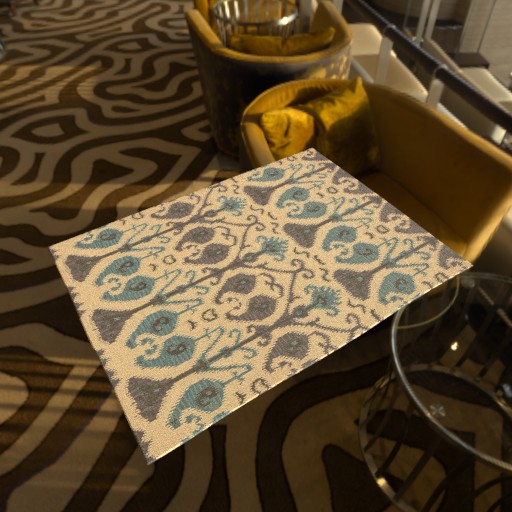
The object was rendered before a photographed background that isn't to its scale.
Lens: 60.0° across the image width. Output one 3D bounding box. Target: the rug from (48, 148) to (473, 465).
[{"bbox_3d":[0.000,0.000,2.912,2.261,0.013,1.676,-25,50,-23],"label":"rug"}]
